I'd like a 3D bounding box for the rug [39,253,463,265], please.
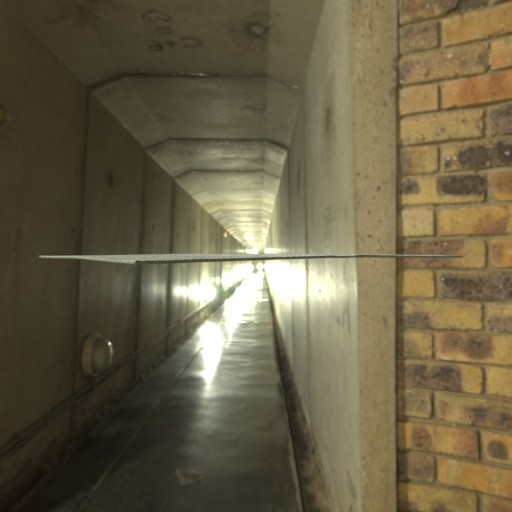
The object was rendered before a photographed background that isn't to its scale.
[{"bbox_3d":[0.000,0.000,5.149,4.078,0.052,2.802,-1,1,-37],"label":"rug"}]
